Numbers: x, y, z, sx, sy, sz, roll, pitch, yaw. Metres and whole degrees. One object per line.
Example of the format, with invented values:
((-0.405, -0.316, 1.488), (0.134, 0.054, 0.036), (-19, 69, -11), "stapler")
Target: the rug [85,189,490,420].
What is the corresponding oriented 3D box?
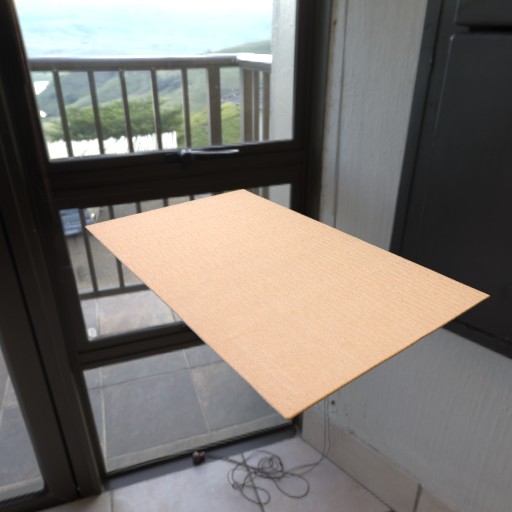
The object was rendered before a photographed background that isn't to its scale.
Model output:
((0.000, 0.000, 3.000), (1.531, 0.014, 2.441), (-19, 32, -33), "rug")
